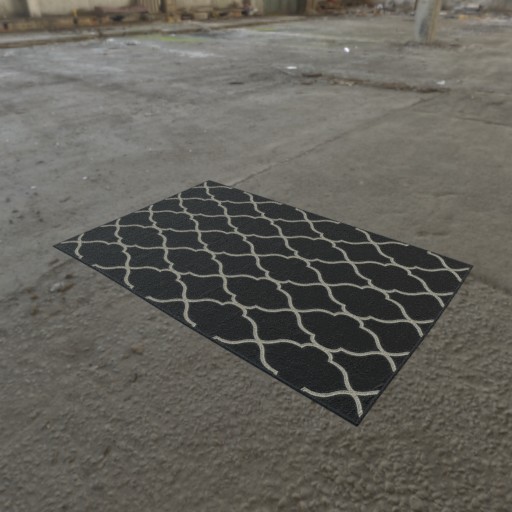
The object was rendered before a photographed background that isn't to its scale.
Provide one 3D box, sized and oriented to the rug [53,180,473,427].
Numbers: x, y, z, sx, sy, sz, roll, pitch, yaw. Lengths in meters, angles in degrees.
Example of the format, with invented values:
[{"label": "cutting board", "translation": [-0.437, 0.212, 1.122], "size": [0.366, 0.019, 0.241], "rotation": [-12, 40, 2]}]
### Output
[{"label": "rug", "translation": [0.000, 0.000, 2.869], "size": [2.290, 0.014, 1.526], "rotation": [23, 38, 32]}]
